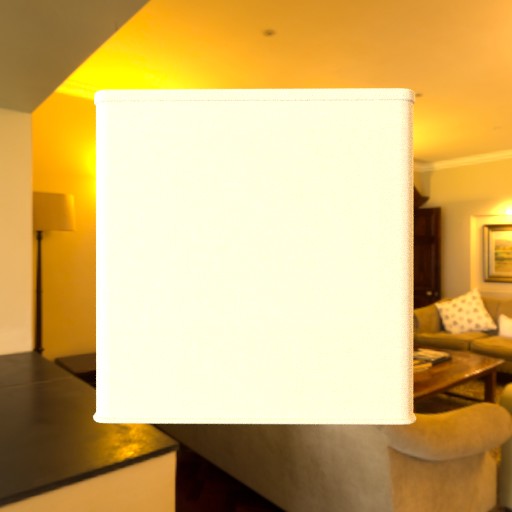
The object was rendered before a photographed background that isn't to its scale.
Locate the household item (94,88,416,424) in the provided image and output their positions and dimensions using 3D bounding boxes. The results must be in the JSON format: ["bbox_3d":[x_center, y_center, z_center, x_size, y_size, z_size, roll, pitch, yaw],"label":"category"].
[{"bbox_3d":[0.000,0.000,0.554,0.305,0.305,0.305,0,0,1],"label":"household item"}]
